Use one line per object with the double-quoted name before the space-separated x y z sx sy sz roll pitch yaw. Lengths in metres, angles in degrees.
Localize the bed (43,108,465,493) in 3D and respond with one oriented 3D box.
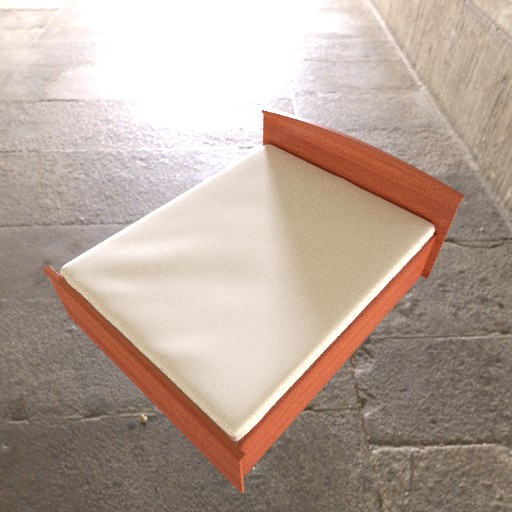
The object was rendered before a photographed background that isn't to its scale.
"bed" 0.000 0.000 2.914 1.683 0.848 2.053 33 54 28
